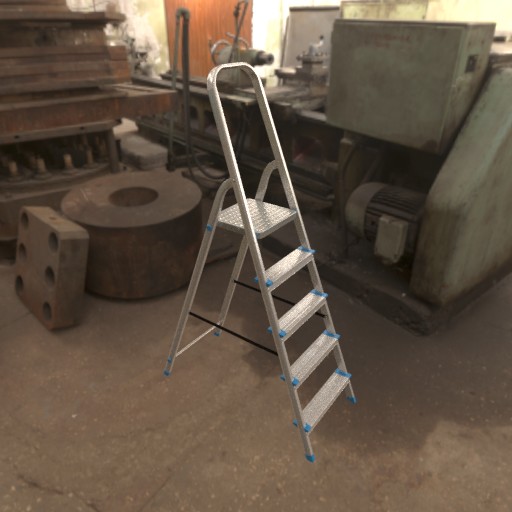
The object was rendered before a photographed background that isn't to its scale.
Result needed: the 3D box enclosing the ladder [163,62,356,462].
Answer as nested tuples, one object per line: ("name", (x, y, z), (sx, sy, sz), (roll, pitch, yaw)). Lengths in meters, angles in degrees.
("ladder", (0.000, 0.000, 2.074), (0.990, 1.648, 0.468), (19, 34, 31))
